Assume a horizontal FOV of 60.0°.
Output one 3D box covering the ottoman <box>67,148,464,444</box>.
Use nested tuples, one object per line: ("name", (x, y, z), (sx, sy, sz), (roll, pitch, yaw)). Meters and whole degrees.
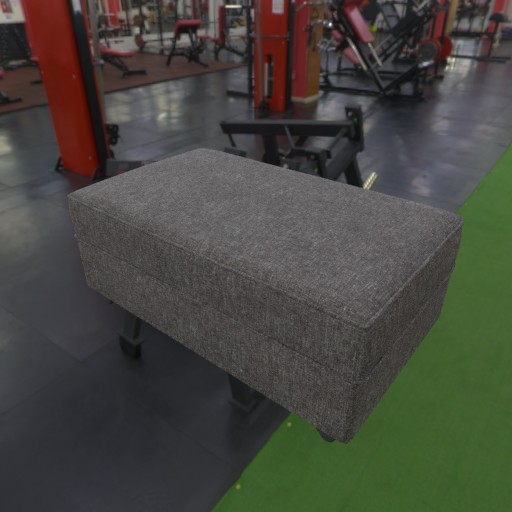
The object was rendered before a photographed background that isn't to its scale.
("ottoman", (0.000, 0.000, 1.571), (1.184, 0.487, 0.717), (22, 37, 33))
